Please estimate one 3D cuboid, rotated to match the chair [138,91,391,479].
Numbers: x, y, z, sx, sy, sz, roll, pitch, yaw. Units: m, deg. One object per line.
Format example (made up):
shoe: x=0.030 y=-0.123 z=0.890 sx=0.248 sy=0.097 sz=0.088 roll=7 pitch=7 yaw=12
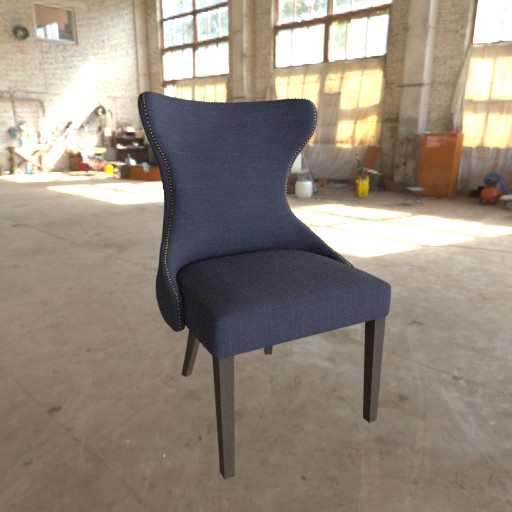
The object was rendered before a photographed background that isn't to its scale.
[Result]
chair: x=0.000 y=0.000 z=1.373 sx=0.628 sy=0.967 sz=0.635 roll=-8 pitch=18 yaw=-27
